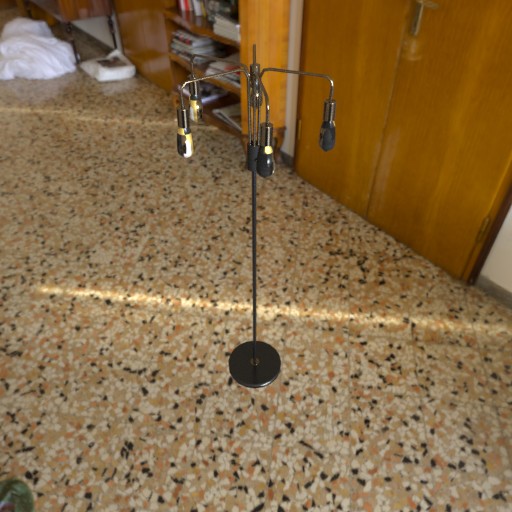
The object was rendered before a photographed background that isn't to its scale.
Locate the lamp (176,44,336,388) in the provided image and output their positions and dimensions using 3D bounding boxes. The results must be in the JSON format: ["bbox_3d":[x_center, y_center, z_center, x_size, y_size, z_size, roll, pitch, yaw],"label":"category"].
[{"bbox_3d":[0.000,0.000,2.066,0.599,1.721,0.572,12,43,13],"label":"lamp"}]
